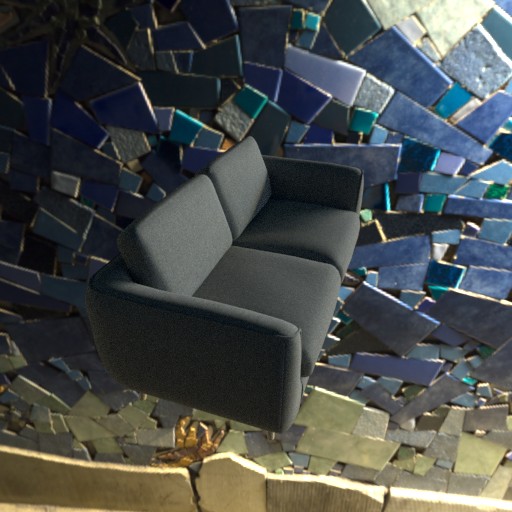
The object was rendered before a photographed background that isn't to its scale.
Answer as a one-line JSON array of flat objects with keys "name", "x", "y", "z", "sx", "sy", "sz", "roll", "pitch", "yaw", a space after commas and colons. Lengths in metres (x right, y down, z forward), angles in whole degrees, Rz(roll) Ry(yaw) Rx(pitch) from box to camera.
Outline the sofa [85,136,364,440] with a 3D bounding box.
[{"name": "sofa", "x": 0.000, "y": 0.000, "z": 2.302, "sx": 0.920, "sy": 0.870, "sz": 1.700, "roll": 11, "pitch": 33, "yaw": 17}]
